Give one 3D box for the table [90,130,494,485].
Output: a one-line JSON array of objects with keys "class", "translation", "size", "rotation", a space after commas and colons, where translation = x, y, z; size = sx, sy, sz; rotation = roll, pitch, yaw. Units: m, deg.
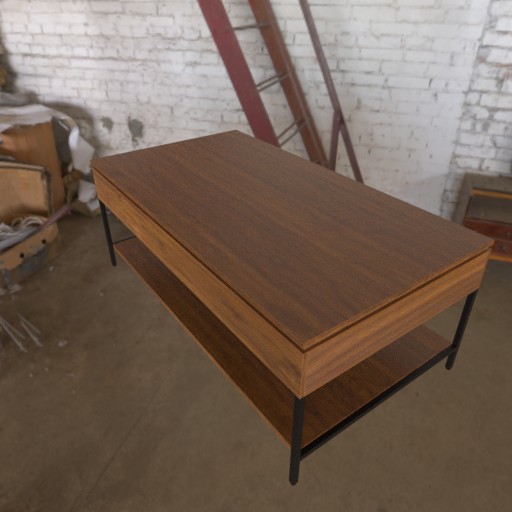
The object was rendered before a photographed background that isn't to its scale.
[{"class": "table", "translation": [0.000, 0.000, 1.336], "size": [0.574, 0.414, 1.057], "rotation": [-21, 38, -30]}]
